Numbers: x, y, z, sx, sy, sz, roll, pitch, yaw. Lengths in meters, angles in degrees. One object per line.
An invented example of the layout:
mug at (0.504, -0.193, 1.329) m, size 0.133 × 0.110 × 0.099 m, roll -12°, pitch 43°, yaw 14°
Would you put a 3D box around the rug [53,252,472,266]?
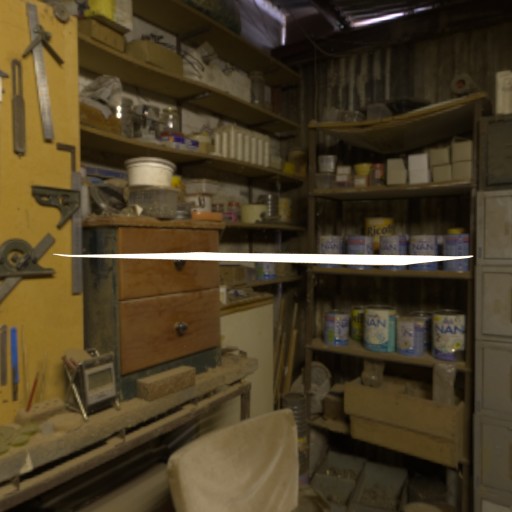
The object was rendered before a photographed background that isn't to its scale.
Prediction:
rug at (0.000, 0.000, 3.006) m, size 2.434 × 0.023 × 1.518 m, roll 1°, pitch 2°, yaw 36°
